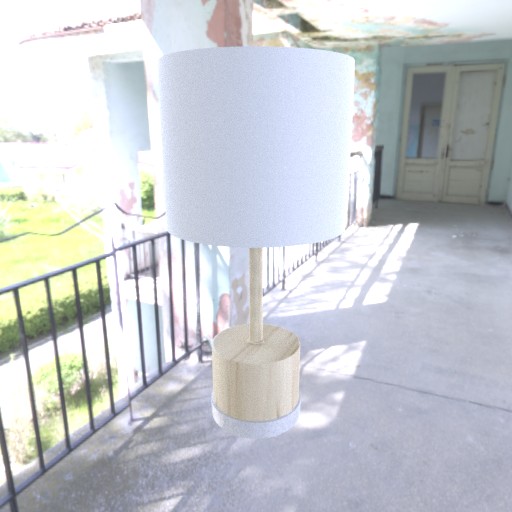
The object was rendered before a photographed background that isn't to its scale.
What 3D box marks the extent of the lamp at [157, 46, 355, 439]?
[{"bbox_3d":[0.000,0.000,0.585,0.229,0.470,0.229,8,18,25],"label":"lamp"}]
